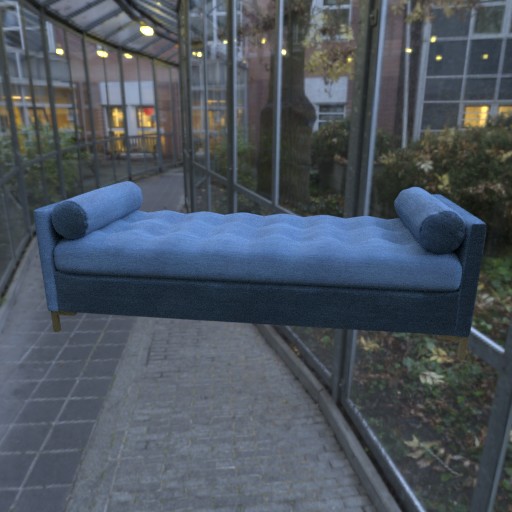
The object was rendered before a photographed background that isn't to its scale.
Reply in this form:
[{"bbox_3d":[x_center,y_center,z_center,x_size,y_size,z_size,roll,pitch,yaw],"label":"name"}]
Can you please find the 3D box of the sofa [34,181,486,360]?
[{"bbox_3d":[0.000,0.000,2.441,2.102,0.705,0.796,2,17,8],"label":"sofa"}]
